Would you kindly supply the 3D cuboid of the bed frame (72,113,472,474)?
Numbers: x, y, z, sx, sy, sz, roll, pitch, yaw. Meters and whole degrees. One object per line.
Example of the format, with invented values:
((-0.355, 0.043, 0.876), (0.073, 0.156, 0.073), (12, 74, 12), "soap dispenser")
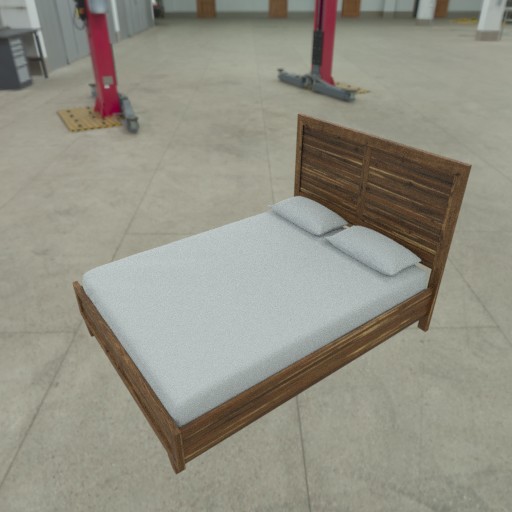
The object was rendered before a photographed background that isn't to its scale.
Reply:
((0.000, 0.000, 3.286), (2.276, 1.417, 1.696), (-21, 37, -30), "bed frame")
